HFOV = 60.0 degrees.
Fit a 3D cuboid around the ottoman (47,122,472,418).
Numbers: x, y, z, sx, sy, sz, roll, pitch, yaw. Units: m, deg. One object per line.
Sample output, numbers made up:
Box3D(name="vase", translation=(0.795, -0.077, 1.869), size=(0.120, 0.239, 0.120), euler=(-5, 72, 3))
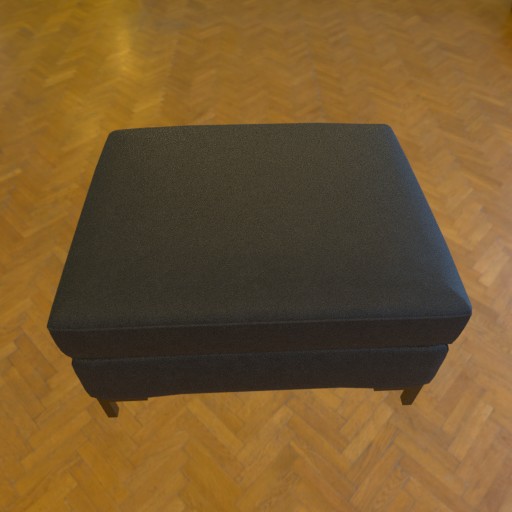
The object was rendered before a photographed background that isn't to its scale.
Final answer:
Box3D(name="ottoman", translation=(0.000, 0.000, 1.709), size=(1.187, 0.696, 0.967), euler=(-2, 48, -2))
